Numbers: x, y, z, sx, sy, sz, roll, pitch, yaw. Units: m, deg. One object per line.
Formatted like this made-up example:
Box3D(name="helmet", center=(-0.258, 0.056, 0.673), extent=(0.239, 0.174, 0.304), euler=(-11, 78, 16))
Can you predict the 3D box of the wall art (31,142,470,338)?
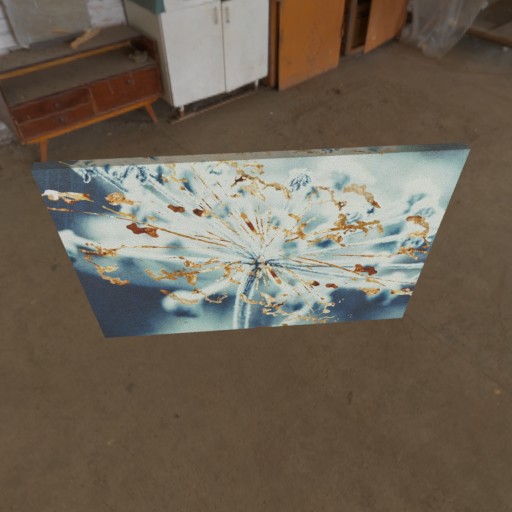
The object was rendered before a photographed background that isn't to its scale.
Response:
Box3D(name="wall art", center=(0.000, 0.000, 1.431), extent=(1.138, 0.759, 0.035), euler=(-3, 47, -3))
